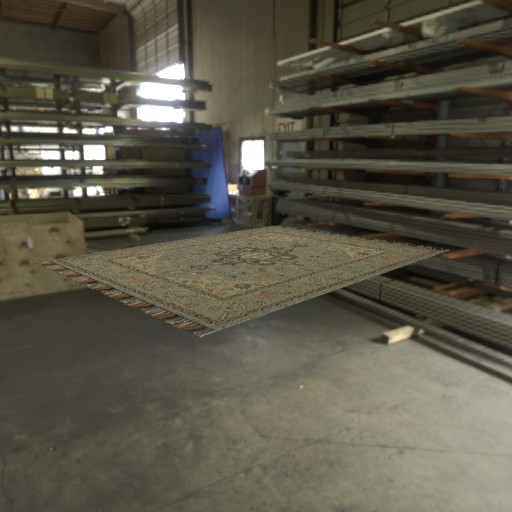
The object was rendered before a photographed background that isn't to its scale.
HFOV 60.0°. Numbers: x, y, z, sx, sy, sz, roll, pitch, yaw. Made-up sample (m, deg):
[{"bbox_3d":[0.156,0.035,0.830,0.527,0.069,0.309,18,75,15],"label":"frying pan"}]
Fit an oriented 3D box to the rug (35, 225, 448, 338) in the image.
[{"bbox_3d":[0.000,0.000,4.235,3.221,0.011,2.379,-12,17,-43],"label":"rug"}]
